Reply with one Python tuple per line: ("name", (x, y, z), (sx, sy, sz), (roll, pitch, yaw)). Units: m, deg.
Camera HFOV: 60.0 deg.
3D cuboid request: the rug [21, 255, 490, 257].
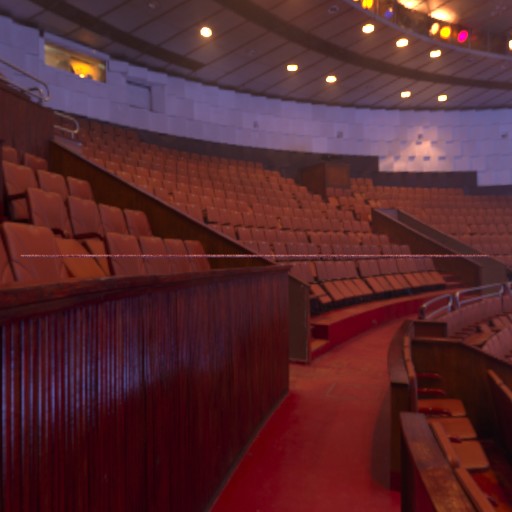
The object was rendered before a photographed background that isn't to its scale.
("rug", (0.000, 0.000, 2.669), (2.435, 0.011, 0.750), (0, 0, -1))
